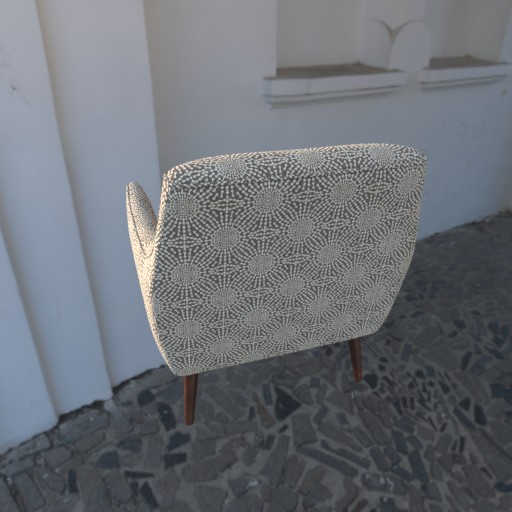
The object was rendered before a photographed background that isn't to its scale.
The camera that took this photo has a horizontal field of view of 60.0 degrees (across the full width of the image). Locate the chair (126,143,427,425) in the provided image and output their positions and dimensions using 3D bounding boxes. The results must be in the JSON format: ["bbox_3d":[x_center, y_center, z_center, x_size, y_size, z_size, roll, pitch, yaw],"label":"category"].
[{"bbox_3d":[0.000,0.000,1.458,0.762,0.838,0.787,-9,28,-17],"label":"chair"}]
